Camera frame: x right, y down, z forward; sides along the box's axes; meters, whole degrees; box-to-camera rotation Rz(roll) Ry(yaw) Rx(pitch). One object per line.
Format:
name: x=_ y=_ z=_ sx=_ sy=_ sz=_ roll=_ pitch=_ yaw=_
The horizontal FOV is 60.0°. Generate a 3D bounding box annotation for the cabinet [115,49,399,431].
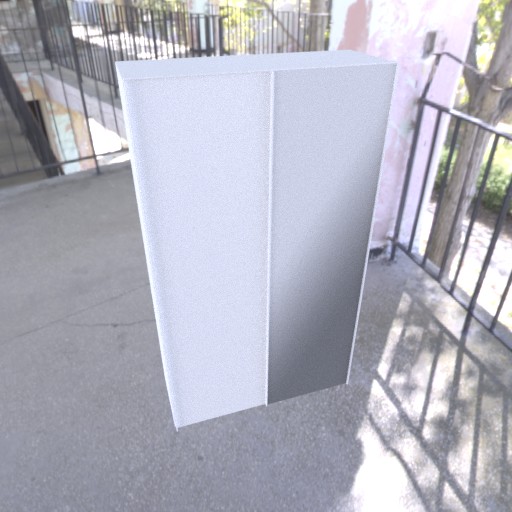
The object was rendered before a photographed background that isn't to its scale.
cabinet: x=0.000 y=0.000 z=2.652 sx=1.250 sy=2.160 sz=0.480 roll=-10 pitch=34 yaw=-15
